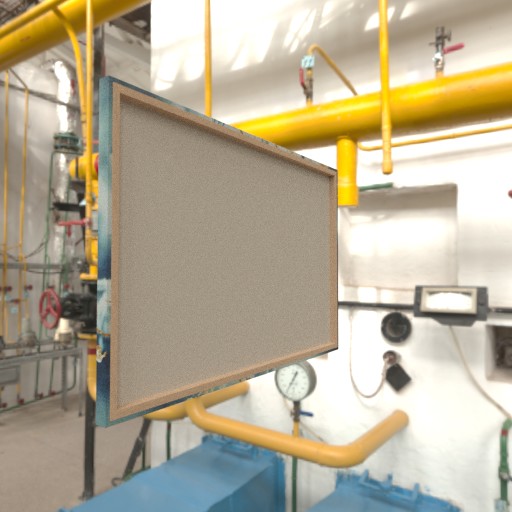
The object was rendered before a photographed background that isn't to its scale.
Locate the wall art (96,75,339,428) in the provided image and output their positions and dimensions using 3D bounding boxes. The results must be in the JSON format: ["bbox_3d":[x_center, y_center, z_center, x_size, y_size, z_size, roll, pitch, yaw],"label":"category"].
[{"bbox_3d":[0.000,0.000,1.424,0.035,0.759,1.138,-1,-2,36],"label":"wall art"}]
